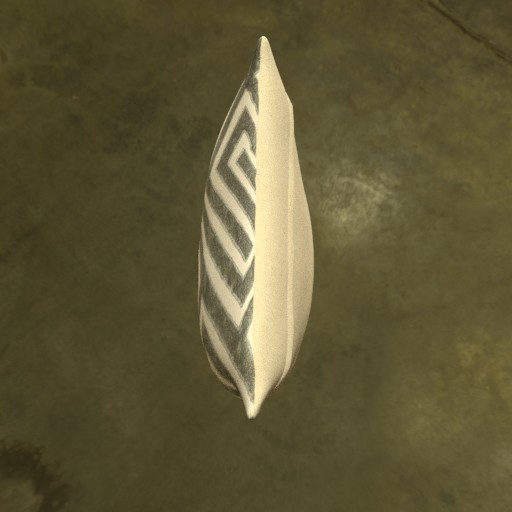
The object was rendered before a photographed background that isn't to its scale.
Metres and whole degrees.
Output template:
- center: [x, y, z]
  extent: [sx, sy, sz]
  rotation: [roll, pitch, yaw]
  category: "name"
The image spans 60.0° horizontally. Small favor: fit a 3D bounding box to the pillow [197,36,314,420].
- center: [0.000, 0.000, 0.675]
  extent: [0.182, 0.441, 0.440]
  rotation: [2, 74, 0]
  category: "pillow"
